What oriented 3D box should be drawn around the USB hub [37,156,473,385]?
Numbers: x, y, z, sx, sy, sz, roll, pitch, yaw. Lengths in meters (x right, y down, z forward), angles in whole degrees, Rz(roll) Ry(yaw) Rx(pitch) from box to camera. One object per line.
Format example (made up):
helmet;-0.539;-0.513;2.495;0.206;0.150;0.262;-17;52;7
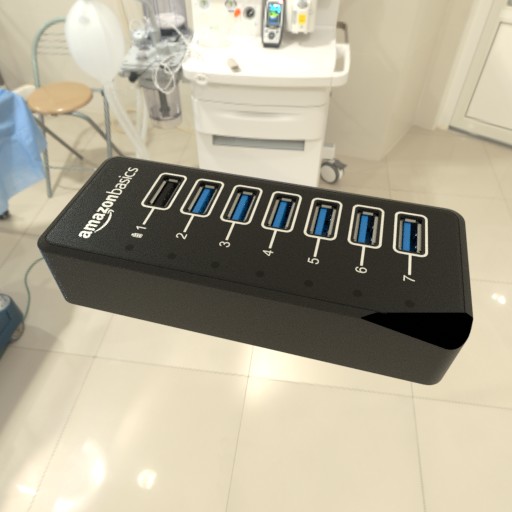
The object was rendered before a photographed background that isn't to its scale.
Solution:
USB hub;0.000;0.000;0.128;0.110;0.023;0.044;11;48;10
